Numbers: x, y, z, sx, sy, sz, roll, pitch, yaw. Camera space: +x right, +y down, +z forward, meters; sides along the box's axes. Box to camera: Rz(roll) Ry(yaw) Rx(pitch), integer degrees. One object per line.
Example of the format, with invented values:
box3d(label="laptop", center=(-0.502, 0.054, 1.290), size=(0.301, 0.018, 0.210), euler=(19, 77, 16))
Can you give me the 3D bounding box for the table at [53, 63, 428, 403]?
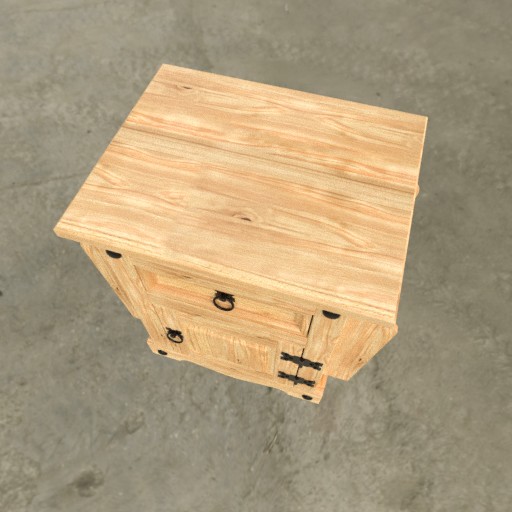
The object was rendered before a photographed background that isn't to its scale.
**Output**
box3d(label="table", center=(0.000, 0.000, 0.886), size=(0.530, 0.515, 0.380), euler=(15, 60, 9))
